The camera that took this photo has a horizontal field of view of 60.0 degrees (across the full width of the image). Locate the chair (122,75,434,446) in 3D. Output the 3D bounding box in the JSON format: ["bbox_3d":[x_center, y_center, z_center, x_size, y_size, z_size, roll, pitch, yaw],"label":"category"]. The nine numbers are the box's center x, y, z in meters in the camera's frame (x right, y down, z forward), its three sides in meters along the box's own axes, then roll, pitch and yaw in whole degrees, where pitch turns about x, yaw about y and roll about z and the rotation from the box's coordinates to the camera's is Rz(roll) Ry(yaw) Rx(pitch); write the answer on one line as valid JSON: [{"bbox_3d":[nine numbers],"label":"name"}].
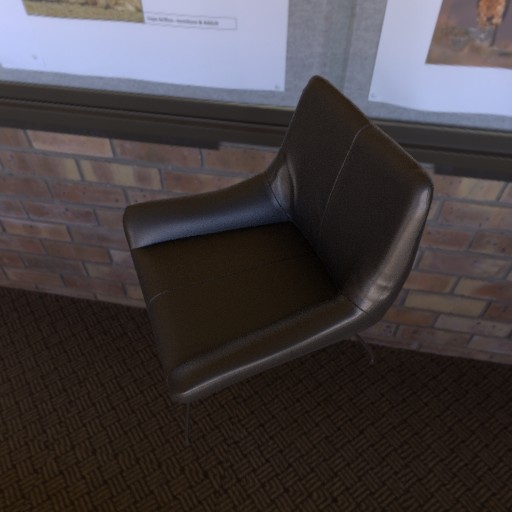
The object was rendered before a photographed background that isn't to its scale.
[{"bbox_3d":[0.000,0.000,1.566,0.826,0.922,0.836,-16,49,-14],"label":"chair"}]
